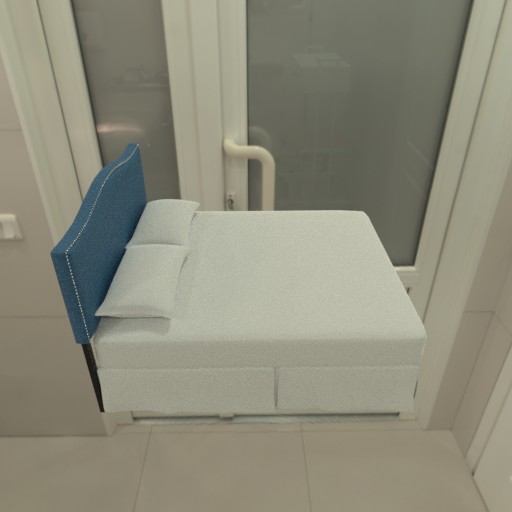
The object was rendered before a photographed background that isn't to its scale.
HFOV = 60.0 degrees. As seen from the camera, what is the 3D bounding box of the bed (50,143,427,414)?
[{"bbox_3d":[0.000,0.000,2.932,1.872,1.169,1.610,0,32,-1],"label":"bed"}]
